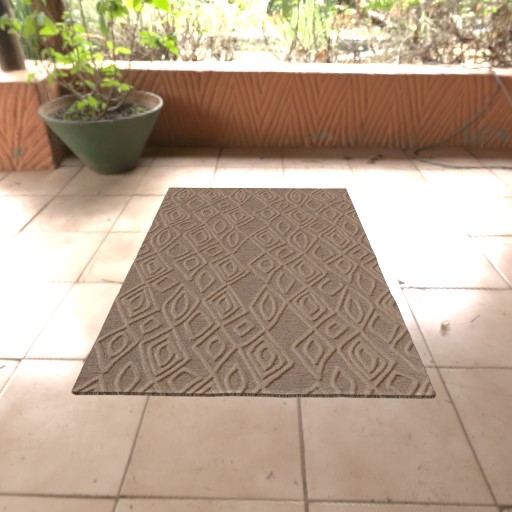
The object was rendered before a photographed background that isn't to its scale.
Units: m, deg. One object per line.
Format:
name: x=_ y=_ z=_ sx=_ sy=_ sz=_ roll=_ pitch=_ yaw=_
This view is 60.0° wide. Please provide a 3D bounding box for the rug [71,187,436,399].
rug: x=0.000 y=0.000 z=2.259 sx=1.224 sy=0.016 sz=1.832 roll=0 pitch=31 yaw=1
